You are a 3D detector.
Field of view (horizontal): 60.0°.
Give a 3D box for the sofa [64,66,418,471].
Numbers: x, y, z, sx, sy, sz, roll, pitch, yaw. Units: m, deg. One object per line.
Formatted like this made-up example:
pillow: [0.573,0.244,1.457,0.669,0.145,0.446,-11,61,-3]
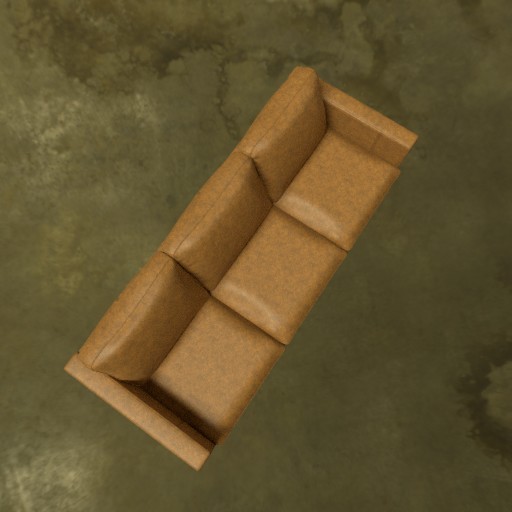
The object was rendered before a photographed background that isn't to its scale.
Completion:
sofa: [0.000,0.000,2.679,0.903,0.930,2.231,34,78,8]
